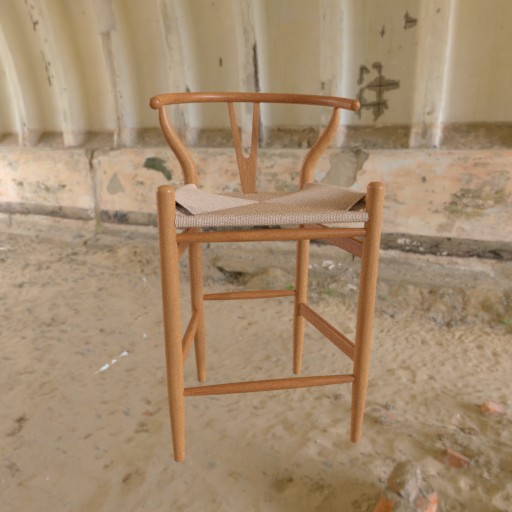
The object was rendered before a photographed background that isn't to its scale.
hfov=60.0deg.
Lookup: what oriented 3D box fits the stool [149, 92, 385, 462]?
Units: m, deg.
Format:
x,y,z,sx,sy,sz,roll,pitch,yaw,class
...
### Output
x,y,z,sx,sy,sz,roll,pitch,yaw,class
0.000,0.000,1.326,0.569,0.970,0.579,-2,15,-9,stool
